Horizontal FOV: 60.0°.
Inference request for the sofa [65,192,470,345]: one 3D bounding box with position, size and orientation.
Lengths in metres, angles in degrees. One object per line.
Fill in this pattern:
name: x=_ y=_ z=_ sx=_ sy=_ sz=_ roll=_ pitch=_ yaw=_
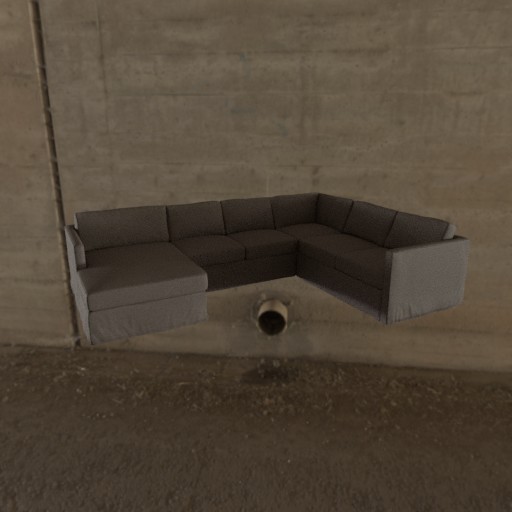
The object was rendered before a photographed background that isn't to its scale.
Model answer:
sofa: x=0.000 y=0.000 z=4.653 sx=3.528 sy=0.878 sz=2.476 roll=-9 pitch=19 yaw=-26
